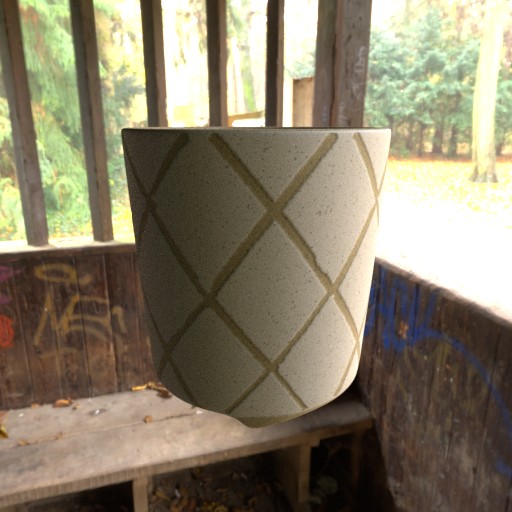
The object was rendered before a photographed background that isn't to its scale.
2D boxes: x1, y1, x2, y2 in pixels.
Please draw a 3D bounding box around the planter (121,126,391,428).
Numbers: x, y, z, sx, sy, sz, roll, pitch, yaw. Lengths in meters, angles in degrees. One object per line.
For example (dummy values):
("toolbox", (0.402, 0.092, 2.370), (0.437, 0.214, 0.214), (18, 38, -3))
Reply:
("planter", (0.000, 0.000, 0.422), (0.228, 0.235, 0.228), (0, 17, 0))
